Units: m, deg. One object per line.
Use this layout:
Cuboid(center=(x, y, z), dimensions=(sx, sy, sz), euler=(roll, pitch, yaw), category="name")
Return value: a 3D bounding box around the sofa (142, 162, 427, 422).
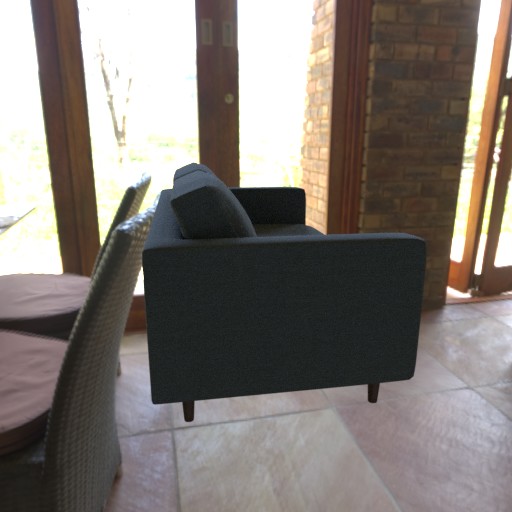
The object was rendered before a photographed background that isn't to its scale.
Cuboid(center=(0.000, 0.000, 2.299), dimensions=(0.999, 0.907, 1.659), euler=(-3, 15, -9), category="sofa")
